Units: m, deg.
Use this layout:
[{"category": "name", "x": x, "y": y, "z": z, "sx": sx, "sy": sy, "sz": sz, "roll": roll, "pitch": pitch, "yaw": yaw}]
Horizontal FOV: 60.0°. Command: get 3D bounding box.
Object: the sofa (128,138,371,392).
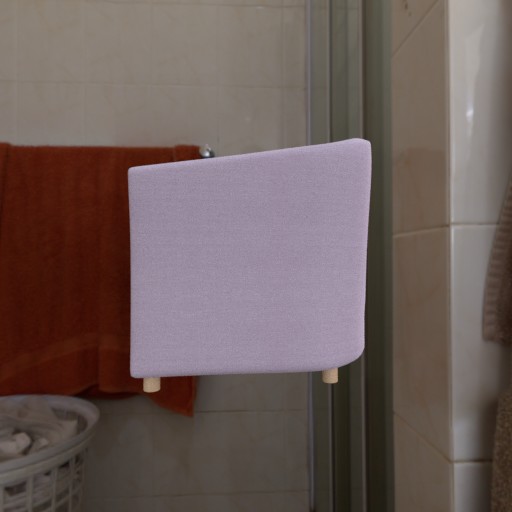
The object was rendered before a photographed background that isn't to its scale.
[{"category": "sofa", "x": 0.000, "y": 0.000, "z": 1.852, "sx": 0.705, "sy": 0.721, "sz": 1.452, "roll": 0, "pitch": 0, "yaw": -1}]
